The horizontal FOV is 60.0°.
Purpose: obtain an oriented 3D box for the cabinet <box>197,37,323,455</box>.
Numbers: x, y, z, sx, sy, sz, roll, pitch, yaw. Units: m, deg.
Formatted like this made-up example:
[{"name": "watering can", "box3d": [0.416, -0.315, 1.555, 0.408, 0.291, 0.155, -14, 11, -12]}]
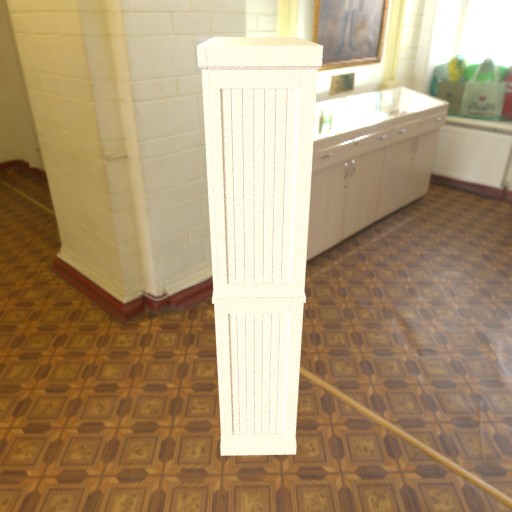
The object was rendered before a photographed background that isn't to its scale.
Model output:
[{"name": "cabinet", "box3d": [0.000, 0.000, 2.090, 0.390, 1.829, 0.754, 0, 28, -1]}]
